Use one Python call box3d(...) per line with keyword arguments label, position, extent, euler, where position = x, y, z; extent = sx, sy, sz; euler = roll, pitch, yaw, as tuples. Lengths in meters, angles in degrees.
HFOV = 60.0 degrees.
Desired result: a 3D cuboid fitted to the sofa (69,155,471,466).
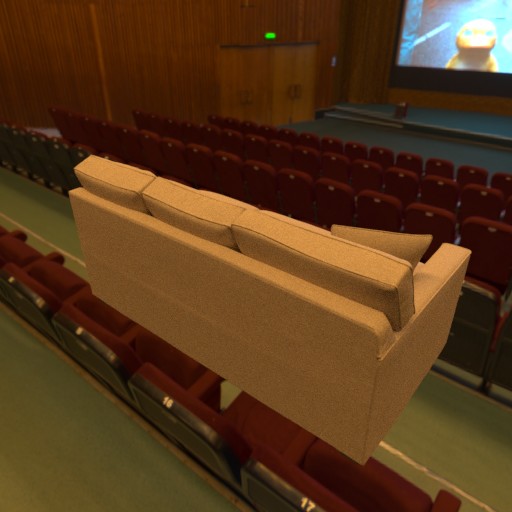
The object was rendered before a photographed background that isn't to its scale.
box3d(label="sofa", position=(0.000, 0.000, 2.469), extent=(1.962, 0.946, 1.034), euler=(22, 36, 33))
